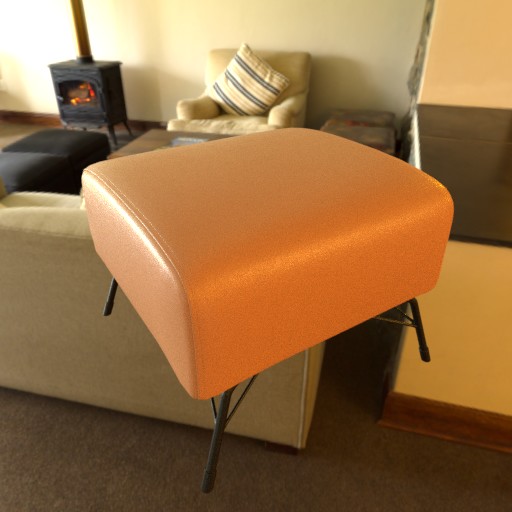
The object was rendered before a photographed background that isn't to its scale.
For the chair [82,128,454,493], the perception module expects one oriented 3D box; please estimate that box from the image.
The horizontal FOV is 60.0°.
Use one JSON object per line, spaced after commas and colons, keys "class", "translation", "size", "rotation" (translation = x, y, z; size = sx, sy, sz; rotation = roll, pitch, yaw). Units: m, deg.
{"class": "chair", "translation": [0.000, 0.000, 0.882], "size": [0.530, 0.410, 0.530], "rotation": [-18, 35, -28]}
